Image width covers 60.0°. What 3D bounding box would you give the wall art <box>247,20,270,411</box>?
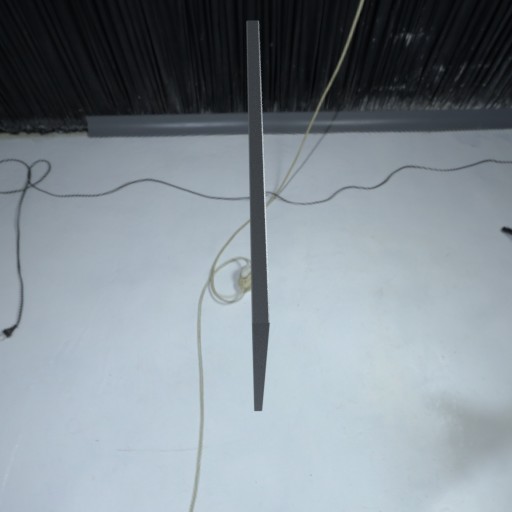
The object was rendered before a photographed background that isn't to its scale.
[{"bbox_3d":[0.000,0.000,1.371,0.030,1.027,0.774,-1,63,-1],"label":"wall art"}]
